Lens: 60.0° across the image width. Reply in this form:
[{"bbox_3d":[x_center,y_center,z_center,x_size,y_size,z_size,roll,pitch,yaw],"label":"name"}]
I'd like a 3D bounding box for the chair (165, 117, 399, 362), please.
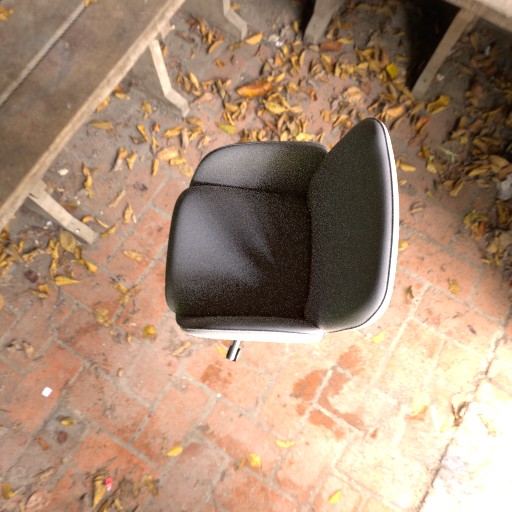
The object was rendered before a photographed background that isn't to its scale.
[{"bbox_3d":[0.000,0.000,1.421,0.633,0.959,0.648,3,75,1],"label":"chair"}]
